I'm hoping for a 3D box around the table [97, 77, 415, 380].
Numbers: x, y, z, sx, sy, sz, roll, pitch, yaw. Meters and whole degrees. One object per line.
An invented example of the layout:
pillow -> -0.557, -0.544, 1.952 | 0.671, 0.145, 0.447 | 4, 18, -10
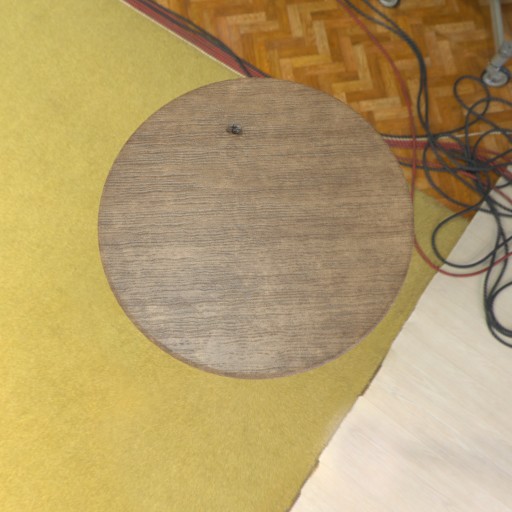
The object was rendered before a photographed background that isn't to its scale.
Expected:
table -> 0.000, 0.000, 0.820 | 0.432, 0.460, 0.432 | 0, 76, 0
